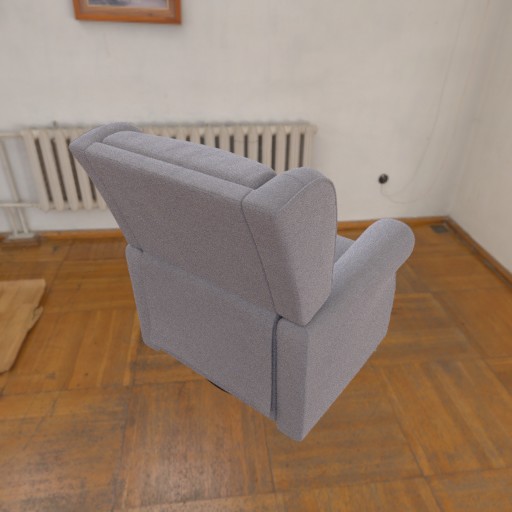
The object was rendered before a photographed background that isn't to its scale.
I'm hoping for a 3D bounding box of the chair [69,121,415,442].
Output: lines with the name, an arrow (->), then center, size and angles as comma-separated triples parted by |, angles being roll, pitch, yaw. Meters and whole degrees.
chair -> 0.000, 0.000, 1.629 | 0.906, 0.966, 0.854 | 22, 37, 32
